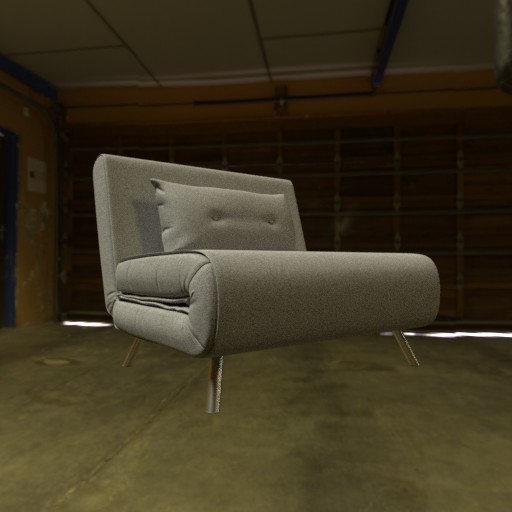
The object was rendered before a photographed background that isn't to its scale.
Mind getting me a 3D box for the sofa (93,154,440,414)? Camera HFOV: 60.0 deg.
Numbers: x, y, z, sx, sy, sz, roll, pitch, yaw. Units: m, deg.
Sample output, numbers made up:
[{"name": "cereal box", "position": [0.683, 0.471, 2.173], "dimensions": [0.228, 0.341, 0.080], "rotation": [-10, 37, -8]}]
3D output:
[{"name": "sofa", "position": [0.000, 0.000, 1.751], "dimensions": [1.020, 0.825, 1.000], "rotation": [1, -1, -36]}]
